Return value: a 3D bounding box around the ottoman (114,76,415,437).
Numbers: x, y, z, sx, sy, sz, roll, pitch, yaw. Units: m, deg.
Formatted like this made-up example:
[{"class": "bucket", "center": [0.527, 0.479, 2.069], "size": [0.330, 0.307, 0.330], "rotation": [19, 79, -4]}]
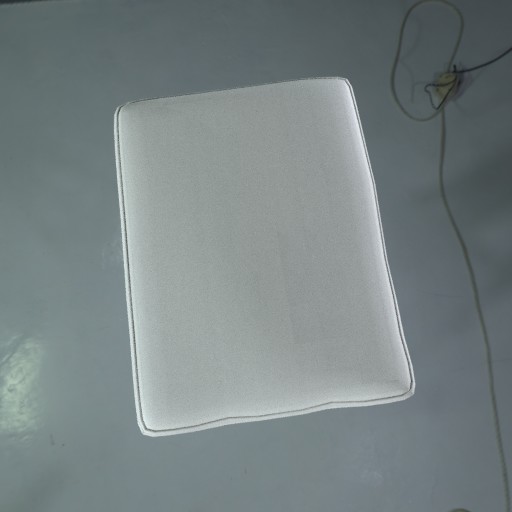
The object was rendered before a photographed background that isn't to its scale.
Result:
[{"class": "ottoman", "center": [0.000, 0.000, 1.221], "size": [0.634, 0.479, 0.818], "rotation": [-8, 77, -2]}]
